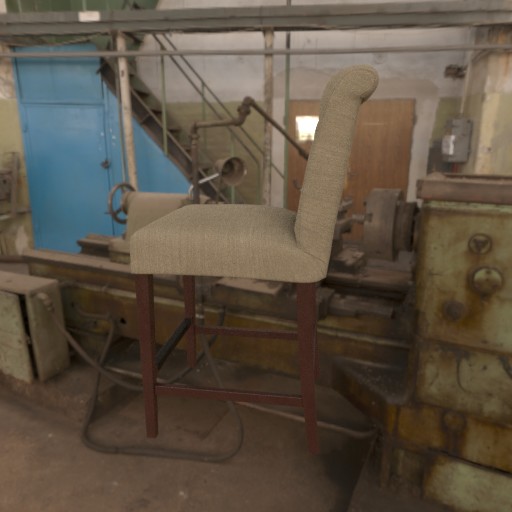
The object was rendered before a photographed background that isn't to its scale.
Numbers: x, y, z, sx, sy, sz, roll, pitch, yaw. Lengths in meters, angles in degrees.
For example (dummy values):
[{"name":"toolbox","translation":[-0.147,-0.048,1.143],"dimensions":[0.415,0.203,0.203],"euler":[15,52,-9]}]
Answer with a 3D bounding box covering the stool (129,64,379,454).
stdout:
[{"name":"stool","translation":[0.000,0.000,1.427],"dimensions":[0.660,1.084,0.486],"euler":[2,16,8]}]
